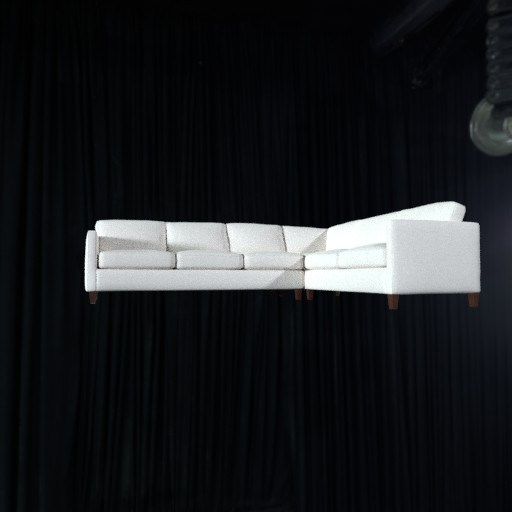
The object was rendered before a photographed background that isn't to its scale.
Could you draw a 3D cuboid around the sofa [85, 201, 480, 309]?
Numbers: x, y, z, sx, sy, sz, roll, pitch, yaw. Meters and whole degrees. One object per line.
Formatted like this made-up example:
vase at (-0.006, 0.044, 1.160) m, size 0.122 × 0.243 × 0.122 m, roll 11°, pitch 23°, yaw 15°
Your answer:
sofa at (0.000, 0.000, 4.519) m, size 3.302 × 0.947 × 2.593 m, roll 1°, pitch -3°, yaw -19°
